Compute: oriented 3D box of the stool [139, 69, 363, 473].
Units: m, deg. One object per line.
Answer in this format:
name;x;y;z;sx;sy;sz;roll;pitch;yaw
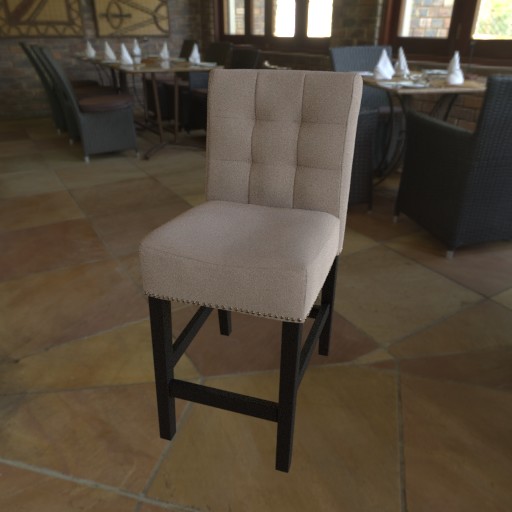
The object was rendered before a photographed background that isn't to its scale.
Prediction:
stool;0.000;0.000;1.186;0.427;0.885;0.571;8;28;16
